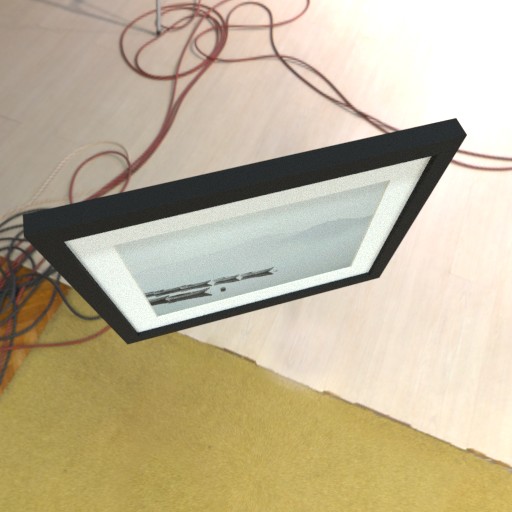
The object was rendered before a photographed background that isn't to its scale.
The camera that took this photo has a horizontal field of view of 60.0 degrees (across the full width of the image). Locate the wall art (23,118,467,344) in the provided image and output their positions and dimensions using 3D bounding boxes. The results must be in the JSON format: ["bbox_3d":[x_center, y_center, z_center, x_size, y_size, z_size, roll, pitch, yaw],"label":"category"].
[{"bbox_3d":[0.000,0.000,0.745,0.554,0.454,0.030,-14,64,-7],"label":"wall art"}]
